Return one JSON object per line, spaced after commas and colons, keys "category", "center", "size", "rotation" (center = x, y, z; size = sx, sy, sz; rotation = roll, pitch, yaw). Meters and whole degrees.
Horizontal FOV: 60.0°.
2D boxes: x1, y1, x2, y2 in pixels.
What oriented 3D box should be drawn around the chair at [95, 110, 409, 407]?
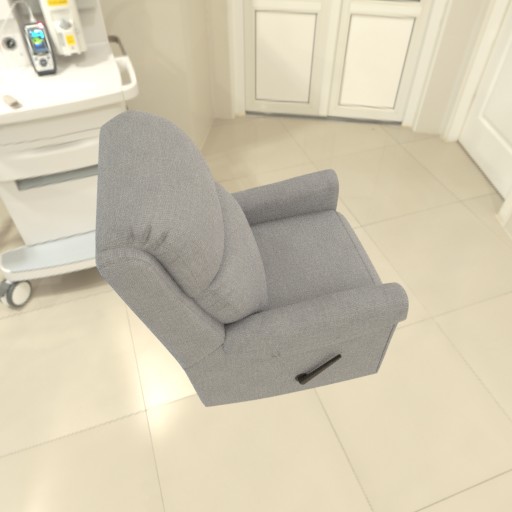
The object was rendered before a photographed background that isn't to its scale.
{"category": "chair", "center": [0.000, 0.000, 1.776], "size": [1.014, 1.054, 0.838], "rotation": [-9, 47, -9]}
